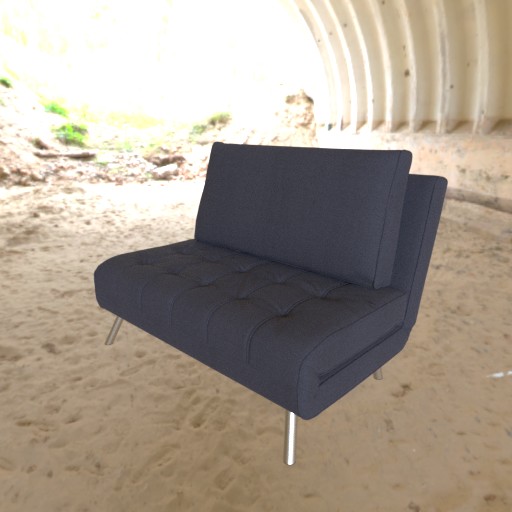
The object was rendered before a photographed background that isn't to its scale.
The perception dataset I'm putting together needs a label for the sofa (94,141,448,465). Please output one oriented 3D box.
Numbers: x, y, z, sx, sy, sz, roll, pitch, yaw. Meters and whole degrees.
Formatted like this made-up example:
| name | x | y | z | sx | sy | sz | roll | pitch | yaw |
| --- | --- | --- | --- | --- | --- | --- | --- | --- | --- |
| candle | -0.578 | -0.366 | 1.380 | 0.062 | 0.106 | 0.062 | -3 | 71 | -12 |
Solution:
| name | x | y | z | sx | sy | sz | roll | pitch | yaw |
| --- | --- | --- | --- | --- | --- | --- | --- | --- | --- |
| sofa | 0.000 | 0.000 | 1.891 | 1.220 | 0.910 | 0.910 | 15 | 22 | 41 |
